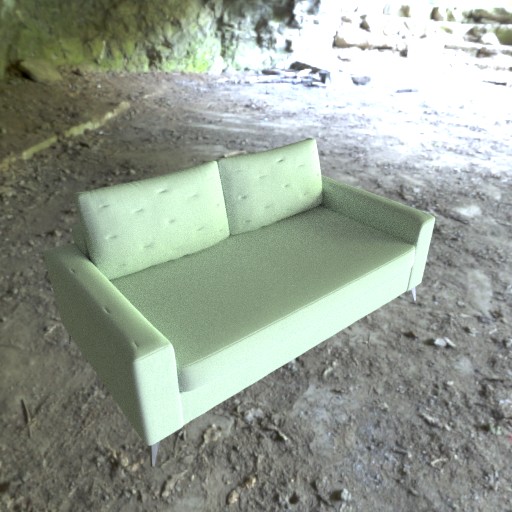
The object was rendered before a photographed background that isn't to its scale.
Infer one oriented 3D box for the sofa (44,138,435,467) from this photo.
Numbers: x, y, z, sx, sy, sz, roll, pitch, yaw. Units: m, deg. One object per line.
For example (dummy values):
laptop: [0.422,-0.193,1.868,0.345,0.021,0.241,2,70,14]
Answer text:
sofa: [0.000,0.000,2.112,1.650,0.790,0.920,-22,36,-33]
